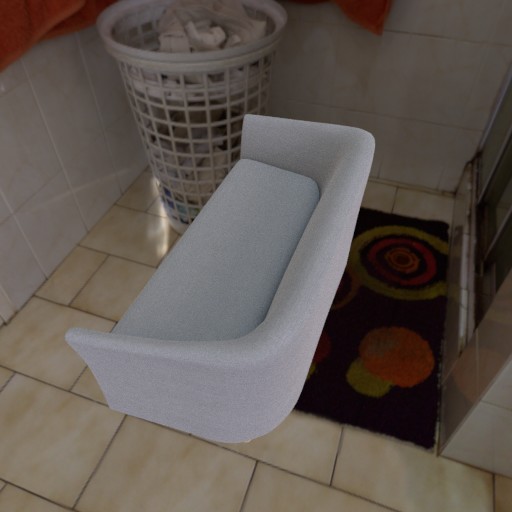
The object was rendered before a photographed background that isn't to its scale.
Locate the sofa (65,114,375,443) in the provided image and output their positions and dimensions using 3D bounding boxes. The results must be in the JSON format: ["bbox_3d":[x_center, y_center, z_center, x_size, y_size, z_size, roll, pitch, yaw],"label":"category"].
[{"bbox_3d":[0.000,0.000,1.879,0.705,0.721,1.452,16,49,15],"label":"sofa"}]
